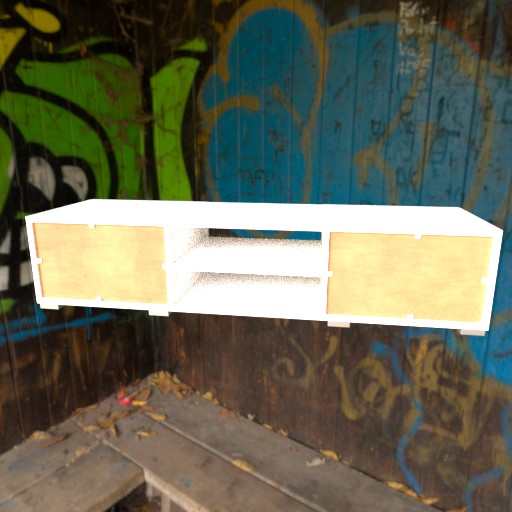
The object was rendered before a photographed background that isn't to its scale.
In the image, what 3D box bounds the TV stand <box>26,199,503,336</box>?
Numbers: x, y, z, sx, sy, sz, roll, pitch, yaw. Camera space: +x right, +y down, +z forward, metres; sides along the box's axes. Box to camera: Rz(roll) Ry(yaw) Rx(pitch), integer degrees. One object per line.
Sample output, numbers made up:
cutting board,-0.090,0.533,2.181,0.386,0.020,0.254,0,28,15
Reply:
TV stand,0.000,0.000,1.528,1.400,0.310,0.420,2,15,9
